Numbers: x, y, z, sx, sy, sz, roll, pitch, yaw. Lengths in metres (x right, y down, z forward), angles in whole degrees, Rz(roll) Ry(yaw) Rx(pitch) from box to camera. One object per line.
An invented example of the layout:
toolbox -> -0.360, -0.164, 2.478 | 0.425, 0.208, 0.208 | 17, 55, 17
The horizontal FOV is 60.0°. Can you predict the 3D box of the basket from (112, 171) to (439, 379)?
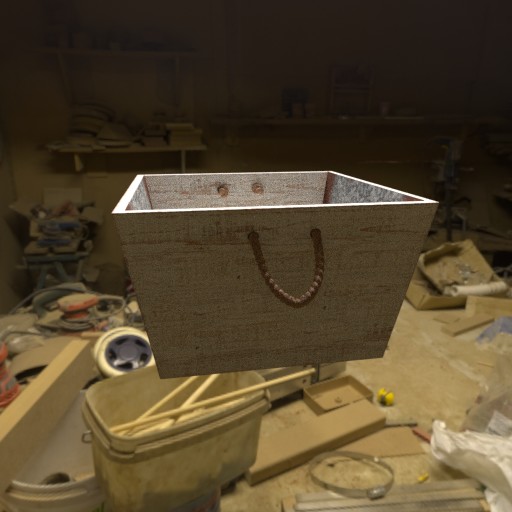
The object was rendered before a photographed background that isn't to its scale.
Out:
basket -> 0.000, 0.000, 0.774 | 0.413, 0.247, 0.545 | -3, 17, -10
